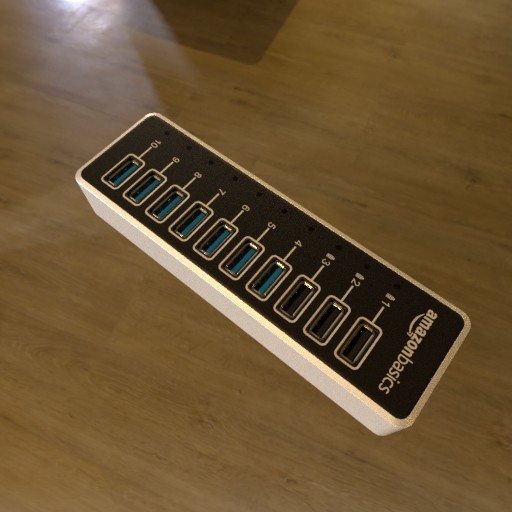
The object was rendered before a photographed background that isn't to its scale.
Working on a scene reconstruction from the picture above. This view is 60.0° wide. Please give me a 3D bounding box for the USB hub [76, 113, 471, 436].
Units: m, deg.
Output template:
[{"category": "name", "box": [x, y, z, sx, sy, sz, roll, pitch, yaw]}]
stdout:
[{"category": "USB hub", "box": [0.000, 0.000, 0.164, 0.145, 0.023, 0.044, 36, 68, 17]}]
